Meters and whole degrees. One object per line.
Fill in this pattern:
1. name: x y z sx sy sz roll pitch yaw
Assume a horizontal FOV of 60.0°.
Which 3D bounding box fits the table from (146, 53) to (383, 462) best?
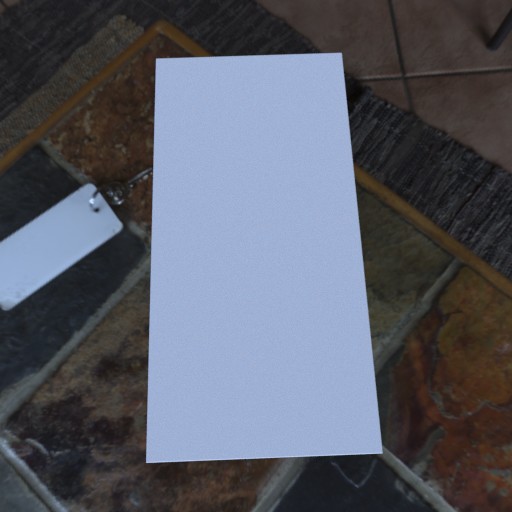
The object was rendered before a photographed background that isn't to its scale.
1. table: 0.000 0.000 1.277 0.500 0.441 1.000 -2 75 -1
